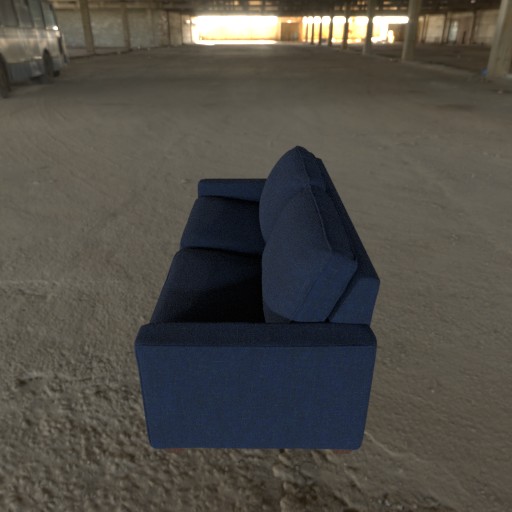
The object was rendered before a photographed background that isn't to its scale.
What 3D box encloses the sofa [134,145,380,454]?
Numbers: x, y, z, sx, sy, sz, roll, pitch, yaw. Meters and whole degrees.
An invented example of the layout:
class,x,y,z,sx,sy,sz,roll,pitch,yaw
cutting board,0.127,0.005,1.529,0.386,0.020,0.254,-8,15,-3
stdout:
class,x,y,z,sx,sy,sz,roll,pitch,yaw
sofa,0.000,0.000,2.590,0.940,0.919,2.080,0,27,0
